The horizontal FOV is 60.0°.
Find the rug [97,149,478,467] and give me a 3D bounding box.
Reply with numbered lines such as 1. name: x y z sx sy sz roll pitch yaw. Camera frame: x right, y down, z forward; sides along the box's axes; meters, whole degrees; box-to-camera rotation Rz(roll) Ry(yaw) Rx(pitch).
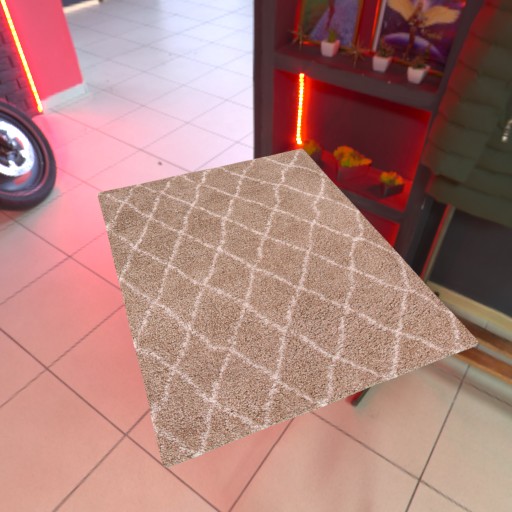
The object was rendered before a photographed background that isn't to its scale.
1. rug: 0.000 0.000 4.046 2.438 0.029 3.047 -16 46 -16
